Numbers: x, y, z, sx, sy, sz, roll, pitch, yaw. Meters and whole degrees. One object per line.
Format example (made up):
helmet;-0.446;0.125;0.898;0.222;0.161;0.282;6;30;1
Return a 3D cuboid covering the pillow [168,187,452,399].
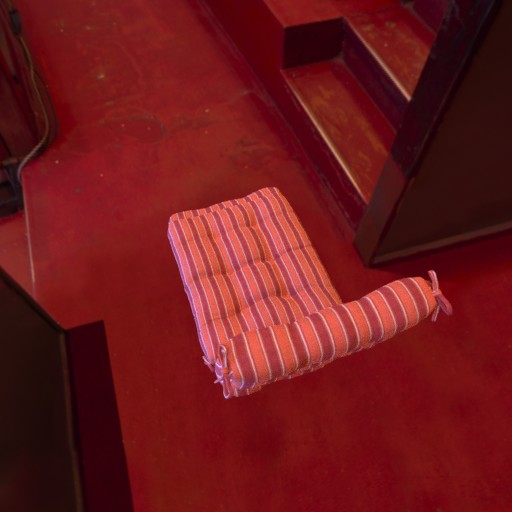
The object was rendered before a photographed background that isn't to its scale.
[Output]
pillow;0.000;0.000;1.461;0.526;0.863;1.016;-17;60;-10
